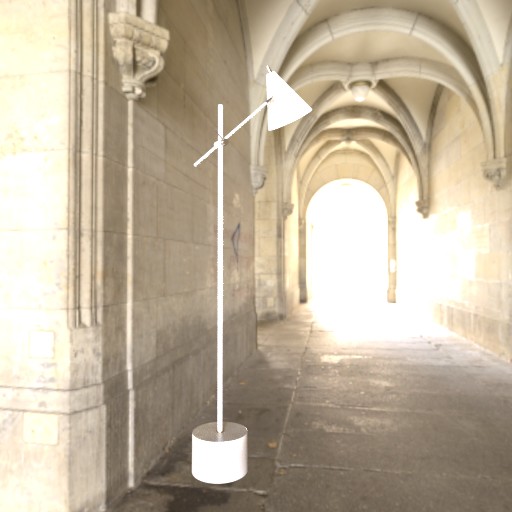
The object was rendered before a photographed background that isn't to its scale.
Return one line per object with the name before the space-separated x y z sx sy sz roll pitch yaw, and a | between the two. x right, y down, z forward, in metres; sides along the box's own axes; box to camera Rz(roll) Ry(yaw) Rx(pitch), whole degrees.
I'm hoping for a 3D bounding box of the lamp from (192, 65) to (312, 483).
lamp | 0.000 0.000 1.601 0.508 1.430 0.223 1 -1 -36
